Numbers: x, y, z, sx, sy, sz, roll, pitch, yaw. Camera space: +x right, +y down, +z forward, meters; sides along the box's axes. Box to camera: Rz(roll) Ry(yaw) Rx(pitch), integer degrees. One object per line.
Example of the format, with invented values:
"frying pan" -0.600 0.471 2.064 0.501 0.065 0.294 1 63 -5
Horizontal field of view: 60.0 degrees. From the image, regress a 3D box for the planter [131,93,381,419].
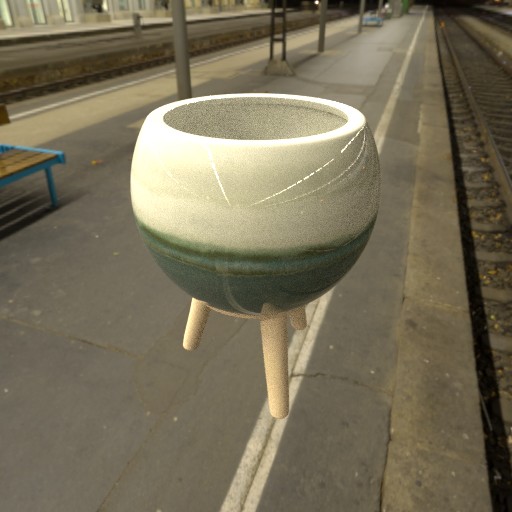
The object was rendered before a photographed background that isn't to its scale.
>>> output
"planter" 0.000 0.000 0.442 0.222 0.278 0.222 0 30 0
